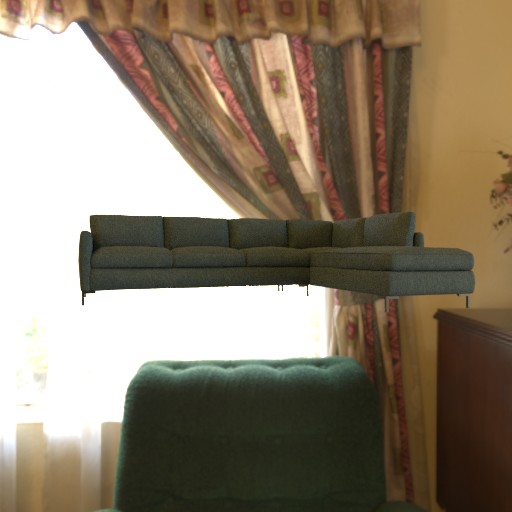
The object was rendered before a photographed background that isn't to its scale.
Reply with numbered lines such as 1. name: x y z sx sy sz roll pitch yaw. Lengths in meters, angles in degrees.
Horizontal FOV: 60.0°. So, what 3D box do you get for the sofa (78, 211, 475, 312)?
1. sofa: 0.000 0.000 3.890 2.949 0.815 2.007 0 0 -19
